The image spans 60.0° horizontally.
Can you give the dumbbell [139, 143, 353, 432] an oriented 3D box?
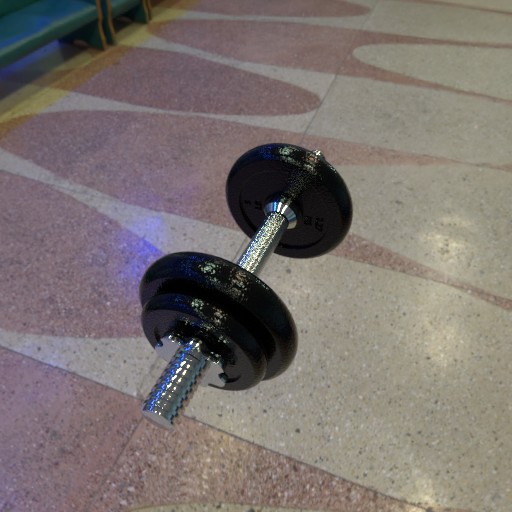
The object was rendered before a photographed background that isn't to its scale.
[{"bbox_3d":[0.000,0.000,0.598,0.202,0.202,0.497,17,48,16],"label":"dumbbell"}]
